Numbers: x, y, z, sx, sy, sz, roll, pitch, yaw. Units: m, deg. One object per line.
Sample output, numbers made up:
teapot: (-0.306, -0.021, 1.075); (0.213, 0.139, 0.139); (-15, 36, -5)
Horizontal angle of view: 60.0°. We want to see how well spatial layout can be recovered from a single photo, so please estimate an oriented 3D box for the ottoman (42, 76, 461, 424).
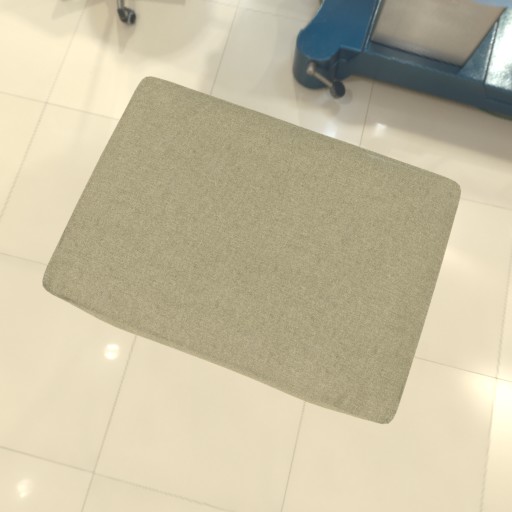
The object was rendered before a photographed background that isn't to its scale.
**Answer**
ottoman: (0.000, 0.000, 1.209); (0.848, 0.508, 0.611); (21, 78, 5)
